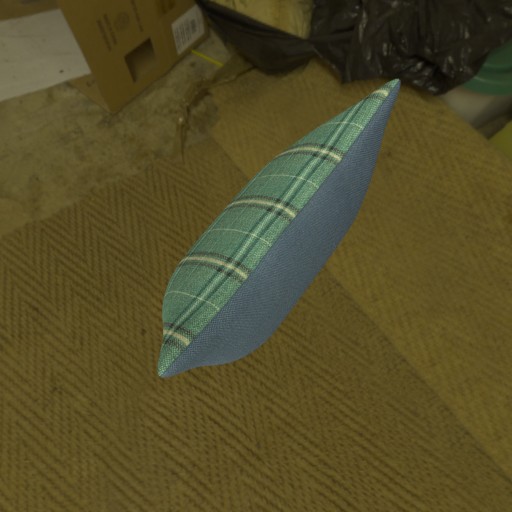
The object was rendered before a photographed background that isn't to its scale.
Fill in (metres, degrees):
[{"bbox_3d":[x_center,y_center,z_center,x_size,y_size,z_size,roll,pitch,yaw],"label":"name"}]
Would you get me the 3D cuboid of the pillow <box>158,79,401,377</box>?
[{"bbox_3d":[0.000,0.000,0.688,0.200,0.430,0.453,34,70,14],"label":"pillow"}]
